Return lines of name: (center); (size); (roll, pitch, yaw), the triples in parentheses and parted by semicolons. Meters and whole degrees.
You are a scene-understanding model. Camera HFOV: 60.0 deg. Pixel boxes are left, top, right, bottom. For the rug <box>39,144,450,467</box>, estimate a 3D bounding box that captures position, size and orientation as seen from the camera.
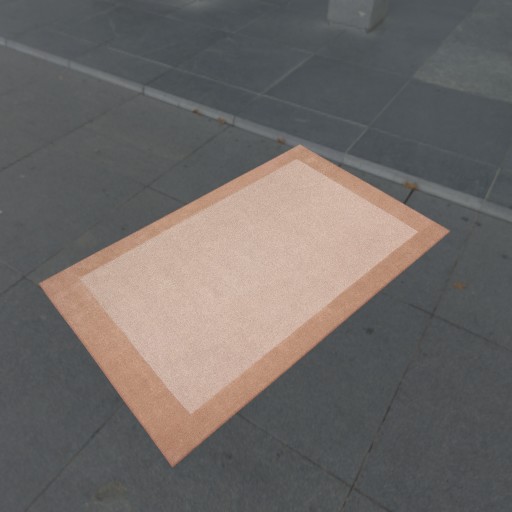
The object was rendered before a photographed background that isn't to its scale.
rug: (0.000, 0.000, 3.056); (2.438, 0.014, 1.524); (-33, 55, -27)
